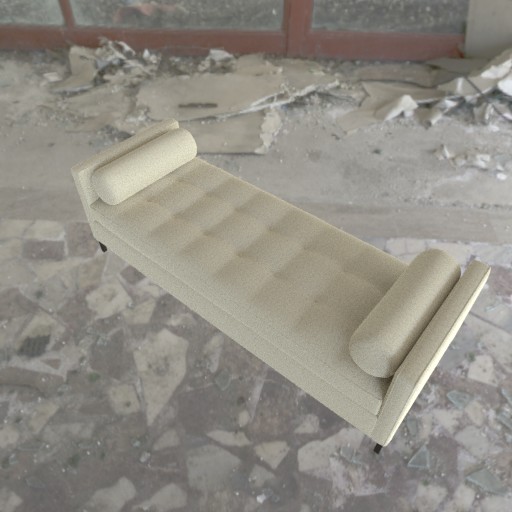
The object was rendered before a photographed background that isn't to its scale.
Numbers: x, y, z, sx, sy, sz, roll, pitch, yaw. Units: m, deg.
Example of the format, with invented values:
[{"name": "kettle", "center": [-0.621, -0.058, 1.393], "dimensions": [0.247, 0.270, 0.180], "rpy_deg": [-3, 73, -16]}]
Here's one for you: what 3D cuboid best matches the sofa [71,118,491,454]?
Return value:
[{"name": "sofa", "center": [0.000, 0.000, 2.309], "dimensions": [1.985, 0.641, 0.746], "rpy_deg": [31, 53, 27]}]
